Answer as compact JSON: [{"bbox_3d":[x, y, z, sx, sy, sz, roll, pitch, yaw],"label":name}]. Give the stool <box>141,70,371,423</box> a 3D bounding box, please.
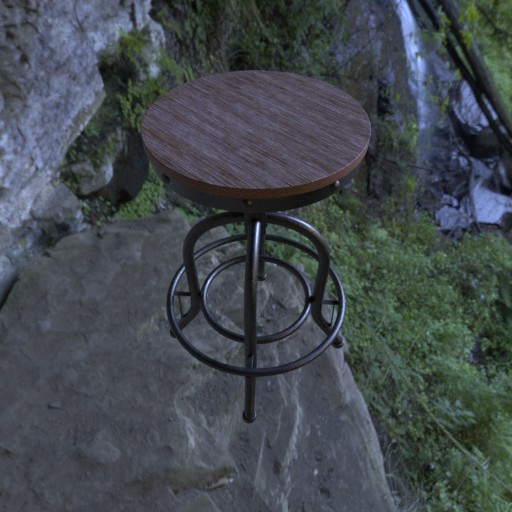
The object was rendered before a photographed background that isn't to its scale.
[{"bbox_3d":[0.000,0.000,0.902,0.439,0.609,0.439,3,46,3],"label":"stool"}]
